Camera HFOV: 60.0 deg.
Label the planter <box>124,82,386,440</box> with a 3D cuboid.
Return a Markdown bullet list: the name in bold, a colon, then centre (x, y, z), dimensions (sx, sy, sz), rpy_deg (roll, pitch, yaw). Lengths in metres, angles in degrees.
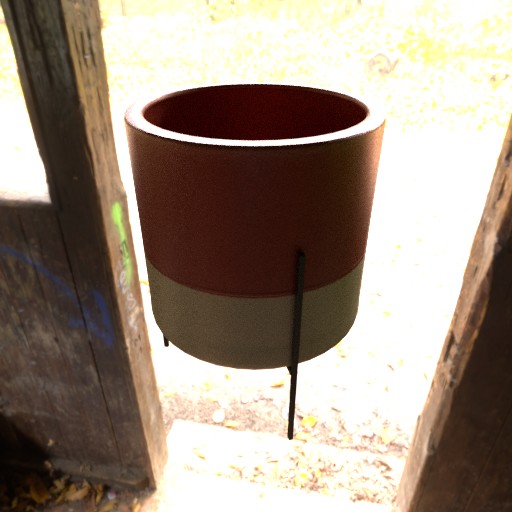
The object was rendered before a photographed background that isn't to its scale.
- **planter**: centre (0.000, 0.000, 0.709), dimensions (0.345, 0.465, 0.354), rpy_deg (-10, 33, -15)
